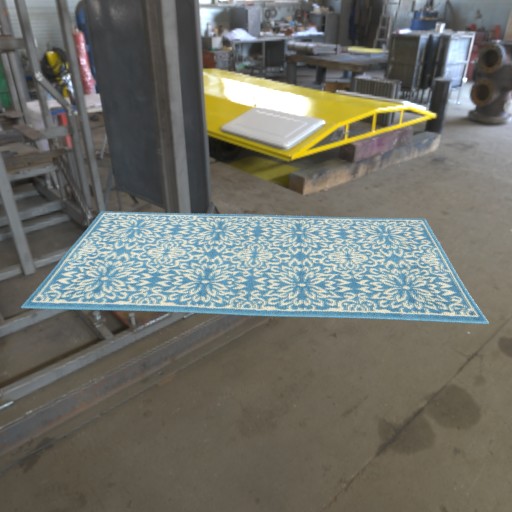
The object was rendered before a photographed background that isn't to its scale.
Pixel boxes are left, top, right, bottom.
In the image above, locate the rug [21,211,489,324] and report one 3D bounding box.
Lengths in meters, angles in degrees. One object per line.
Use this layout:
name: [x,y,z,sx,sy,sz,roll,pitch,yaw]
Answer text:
rug: [0.000,0.000,1.407,1.219,0.007,0.604,2,31,3]
